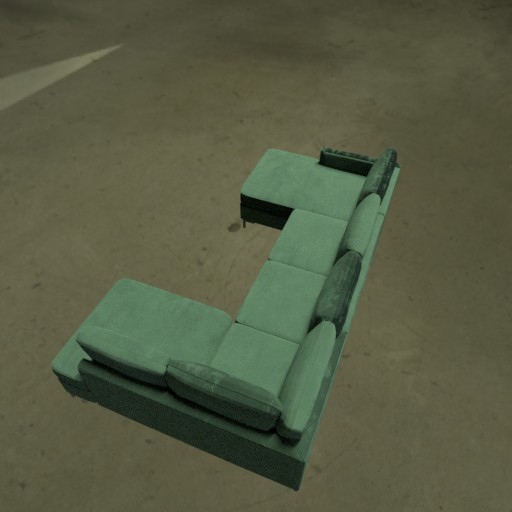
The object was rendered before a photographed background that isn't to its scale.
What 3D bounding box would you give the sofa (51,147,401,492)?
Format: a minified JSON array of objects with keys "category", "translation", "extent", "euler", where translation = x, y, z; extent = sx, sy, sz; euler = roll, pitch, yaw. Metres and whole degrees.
[{"category":"sofa","translation":[0.000,0.000,4.221],"extent":[2.055,0.992,3.434],"euler":[17,49,15]}]
